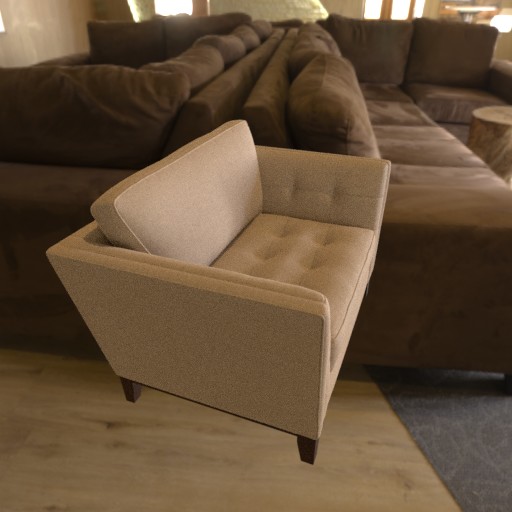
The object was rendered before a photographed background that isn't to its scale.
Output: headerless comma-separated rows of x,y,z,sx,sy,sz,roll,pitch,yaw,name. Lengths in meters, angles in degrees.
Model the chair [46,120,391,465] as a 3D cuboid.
0.000,0.000,2.022,0.965,0.940,1.397,11,32,19,chair
